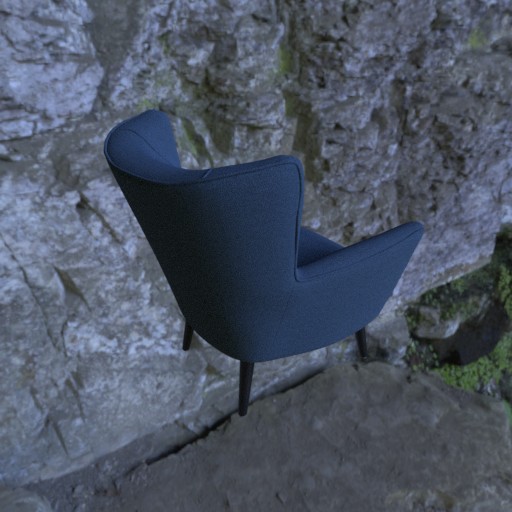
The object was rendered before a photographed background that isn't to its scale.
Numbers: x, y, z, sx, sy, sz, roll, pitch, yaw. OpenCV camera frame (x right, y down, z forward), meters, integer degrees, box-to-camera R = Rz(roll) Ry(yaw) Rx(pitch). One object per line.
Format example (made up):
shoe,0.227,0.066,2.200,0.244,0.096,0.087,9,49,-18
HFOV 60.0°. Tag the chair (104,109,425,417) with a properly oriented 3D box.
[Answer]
chair,0.000,0.000,1.570,0.888,0.933,0.781,-18,33,-31
